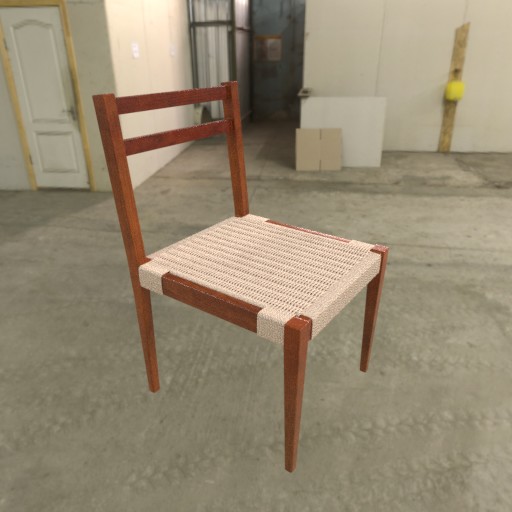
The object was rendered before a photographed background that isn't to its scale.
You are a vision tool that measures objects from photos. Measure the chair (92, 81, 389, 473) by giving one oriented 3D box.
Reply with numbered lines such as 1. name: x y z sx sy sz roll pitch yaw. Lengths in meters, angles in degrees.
1. chair: 0.000 0.000 1.220 0.569 0.851 0.495 17 30 32
